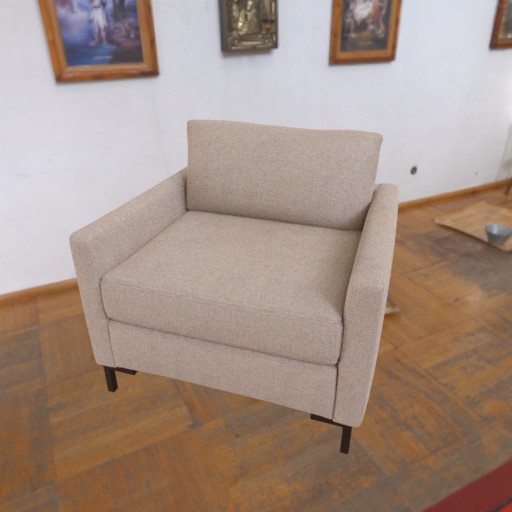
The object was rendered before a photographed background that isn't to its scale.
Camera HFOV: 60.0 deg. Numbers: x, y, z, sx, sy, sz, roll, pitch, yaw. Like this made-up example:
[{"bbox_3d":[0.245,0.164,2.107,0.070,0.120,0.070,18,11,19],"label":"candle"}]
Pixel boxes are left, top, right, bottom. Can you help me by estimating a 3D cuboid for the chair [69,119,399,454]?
[{"bbox_3d":[0.000,0.000,1.643,0.963,0.861,0.866,8,28,16],"label":"chair"}]
